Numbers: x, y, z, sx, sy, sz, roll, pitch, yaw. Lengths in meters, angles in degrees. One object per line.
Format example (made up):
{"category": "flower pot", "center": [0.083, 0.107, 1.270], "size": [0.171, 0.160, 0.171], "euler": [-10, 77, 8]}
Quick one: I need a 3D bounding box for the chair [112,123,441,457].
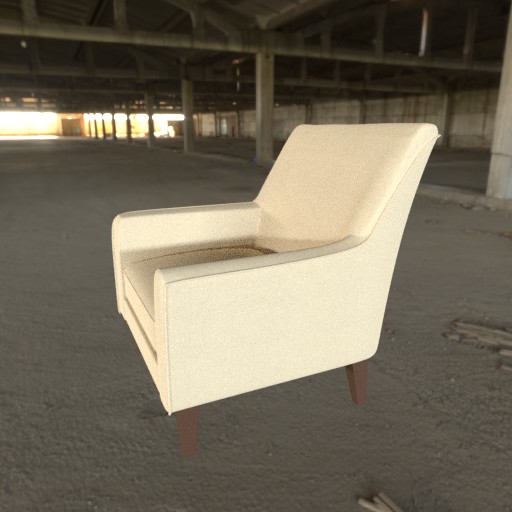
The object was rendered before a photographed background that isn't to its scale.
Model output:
{"category": "chair", "center": [0.000, 0.000, 1.604], "size": [0.899, 0.919, 0.780], "euler": [-8, 18, -24]}
